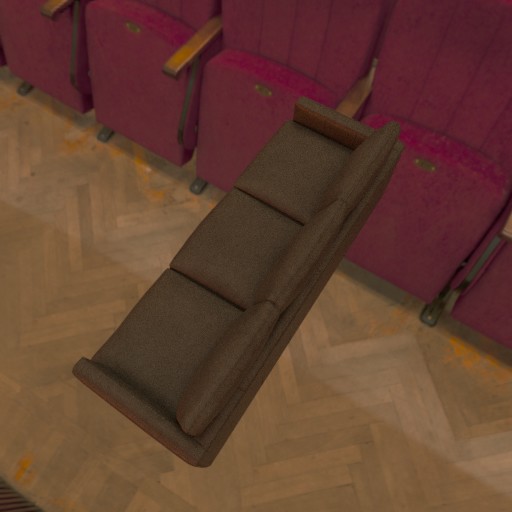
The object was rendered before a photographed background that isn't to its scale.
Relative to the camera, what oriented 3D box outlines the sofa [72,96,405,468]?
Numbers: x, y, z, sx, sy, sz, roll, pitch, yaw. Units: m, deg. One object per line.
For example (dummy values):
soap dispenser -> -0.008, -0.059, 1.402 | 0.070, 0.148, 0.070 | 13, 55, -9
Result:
sofa -> 0.000, 0.000, 2.399 | 0.748, 0.805, 2.029 | 30, 67, 14
